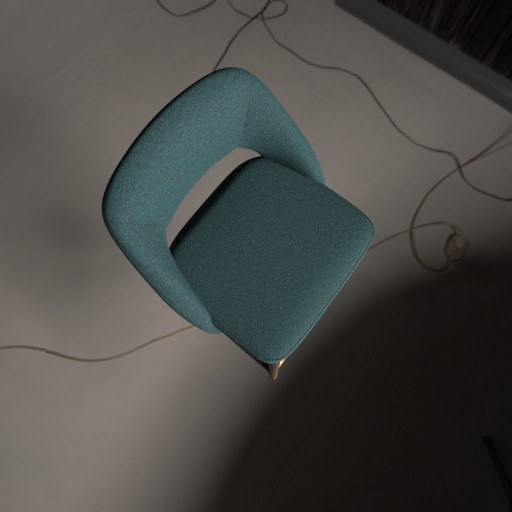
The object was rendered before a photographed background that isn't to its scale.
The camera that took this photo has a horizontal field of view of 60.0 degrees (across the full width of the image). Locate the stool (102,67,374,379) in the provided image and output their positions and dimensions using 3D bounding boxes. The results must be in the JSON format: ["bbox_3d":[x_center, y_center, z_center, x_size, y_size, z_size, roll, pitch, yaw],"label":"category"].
[{"bbox_3d":[0.000,0.000,1.280,0.522,0.939,0.536,36,77,10],"label":"stool"}]
